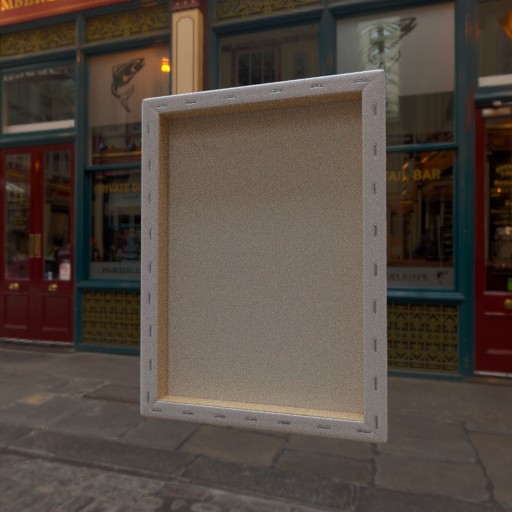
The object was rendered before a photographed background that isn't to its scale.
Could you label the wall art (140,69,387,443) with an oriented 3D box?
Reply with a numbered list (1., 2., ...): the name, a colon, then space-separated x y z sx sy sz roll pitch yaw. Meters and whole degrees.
1. wall art: 0.000 0.000 0.806 0.455 0.613 0.037 0 -1 17
